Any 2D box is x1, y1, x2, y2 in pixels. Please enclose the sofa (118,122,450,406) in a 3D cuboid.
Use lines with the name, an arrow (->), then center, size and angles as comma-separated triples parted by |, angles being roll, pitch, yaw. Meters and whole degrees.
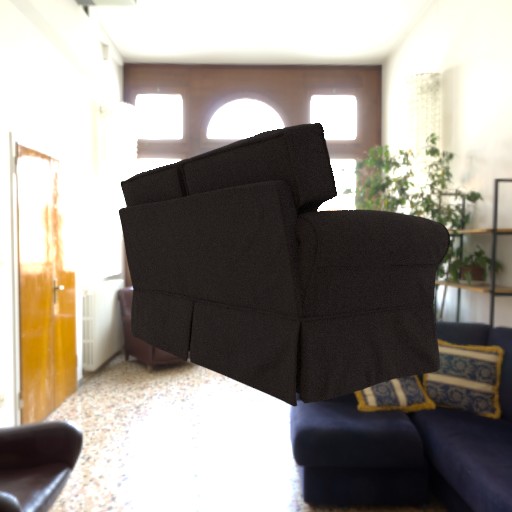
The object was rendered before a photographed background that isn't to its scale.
sofa -> 0.000, 0.000, 2.450 | 0.997, 1.059, 1.801 | -1, 2, -37
